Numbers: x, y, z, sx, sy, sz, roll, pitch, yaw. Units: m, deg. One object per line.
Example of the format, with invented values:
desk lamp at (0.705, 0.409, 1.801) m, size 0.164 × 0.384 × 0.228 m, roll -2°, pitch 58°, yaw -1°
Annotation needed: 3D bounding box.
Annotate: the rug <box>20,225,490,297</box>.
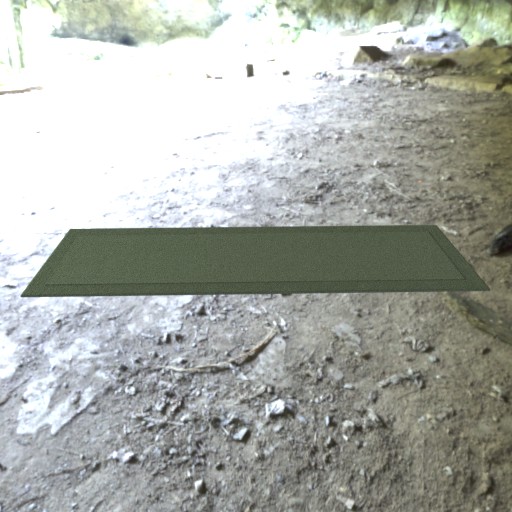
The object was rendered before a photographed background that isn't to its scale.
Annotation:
rug at (0.000, 0.000, 2.609) m, size 2.430 × 0.012 × 0.759 m, roll -1°, pitch 30°, yaw -1°
